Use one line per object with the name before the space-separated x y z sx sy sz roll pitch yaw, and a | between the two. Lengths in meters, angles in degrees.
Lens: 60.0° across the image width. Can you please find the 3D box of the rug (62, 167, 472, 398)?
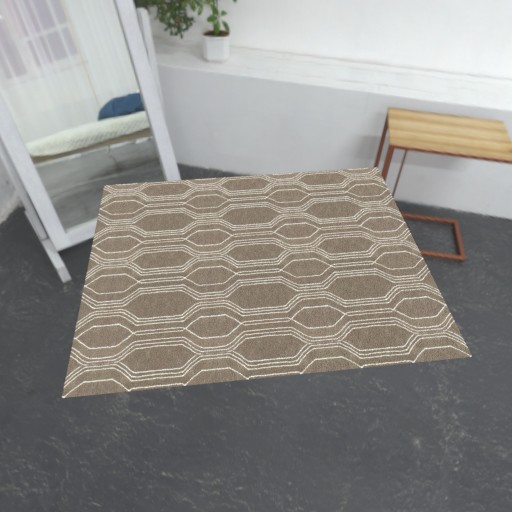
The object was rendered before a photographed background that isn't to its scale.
rug | 0.000 0.000 4.114 3.062 0.012 2.457 -5 47 -4
